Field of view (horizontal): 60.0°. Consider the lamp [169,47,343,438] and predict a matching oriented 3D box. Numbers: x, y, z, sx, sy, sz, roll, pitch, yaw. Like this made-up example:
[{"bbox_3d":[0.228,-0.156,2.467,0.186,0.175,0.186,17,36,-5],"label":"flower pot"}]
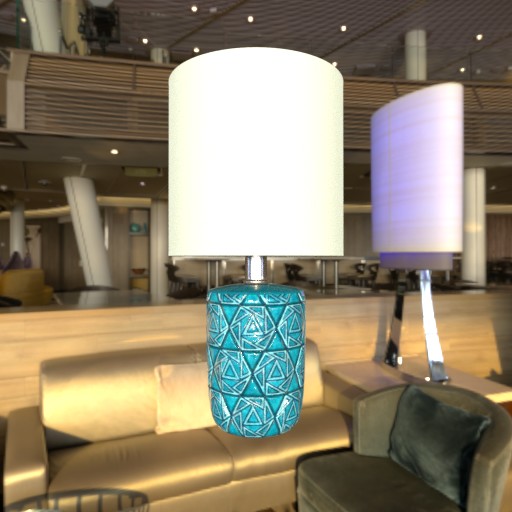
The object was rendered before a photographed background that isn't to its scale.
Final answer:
[{"bbox_3d":[0.000,0.000,0.497,0.193,0.377,0.193,0,0,-36],"label":"lamp"}]
